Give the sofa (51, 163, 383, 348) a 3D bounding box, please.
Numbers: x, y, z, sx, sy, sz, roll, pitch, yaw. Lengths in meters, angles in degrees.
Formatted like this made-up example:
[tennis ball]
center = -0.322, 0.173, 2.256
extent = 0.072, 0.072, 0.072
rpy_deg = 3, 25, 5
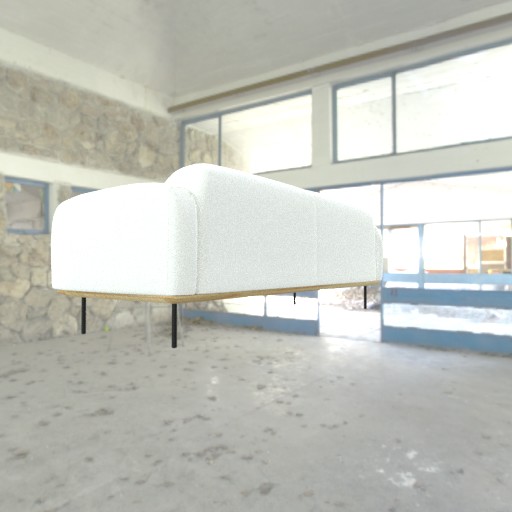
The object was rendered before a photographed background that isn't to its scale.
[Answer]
[sofa]
center = 0.000, 0.000, 2.766
extent = 0.870, 0.780, 2.280
rpy_deg = -1, -2, 36
